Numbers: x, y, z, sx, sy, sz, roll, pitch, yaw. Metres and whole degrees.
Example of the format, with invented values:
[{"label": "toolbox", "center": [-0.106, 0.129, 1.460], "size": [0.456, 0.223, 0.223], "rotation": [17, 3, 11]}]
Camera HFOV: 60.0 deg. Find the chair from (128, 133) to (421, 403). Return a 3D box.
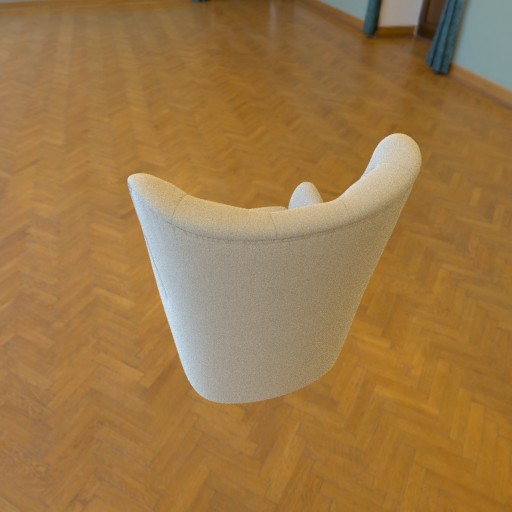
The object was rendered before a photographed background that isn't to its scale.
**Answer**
[{"label": "chair", "center": [0.000, 0.000, 1.719], "size": [0.831, 1.079, 0.929], "rotation": [-12, 41, -14]}]
